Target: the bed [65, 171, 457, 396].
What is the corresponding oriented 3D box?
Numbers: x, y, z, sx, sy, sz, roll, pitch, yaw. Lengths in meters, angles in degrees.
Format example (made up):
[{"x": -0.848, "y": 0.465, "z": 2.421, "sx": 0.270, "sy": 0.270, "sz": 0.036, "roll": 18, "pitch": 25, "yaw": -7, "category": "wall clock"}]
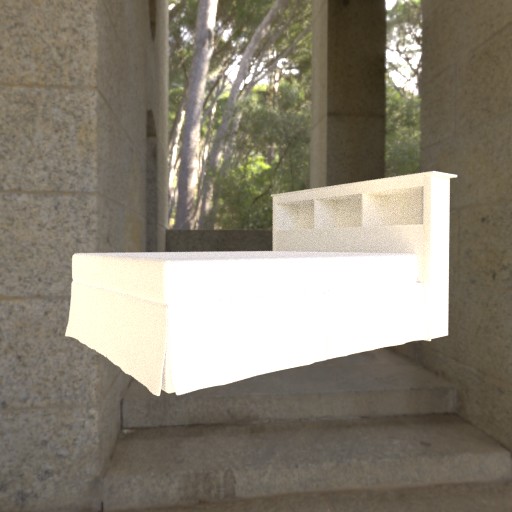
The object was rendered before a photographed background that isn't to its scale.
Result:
[{"x": 0.000, "y": 0.000, "z": 3.038, "sx": 2.133, "sy": 1.092, "sz": 1.671, "roll": -1, "pitch": 2, "yaw": -36, "category": "bed"}]
